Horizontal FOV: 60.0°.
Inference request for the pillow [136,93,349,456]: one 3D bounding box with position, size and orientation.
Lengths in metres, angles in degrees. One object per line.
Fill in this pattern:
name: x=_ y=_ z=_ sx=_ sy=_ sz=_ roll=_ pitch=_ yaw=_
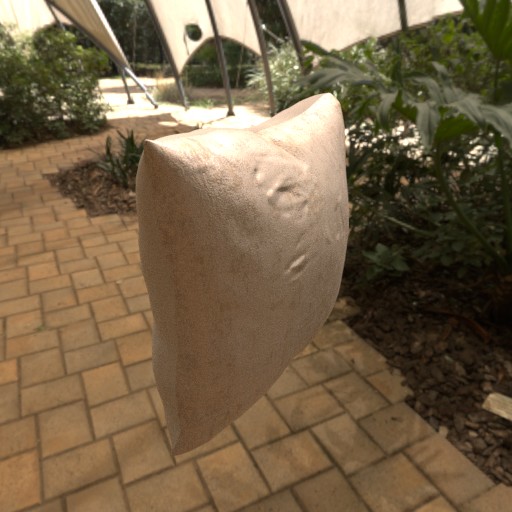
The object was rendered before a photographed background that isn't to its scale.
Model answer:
pillow: x=0.000 y=0.000 z=0.698 sx=0.245 sy=0.448 sz=0.450 roll=17 pitch=31 yaw=31
